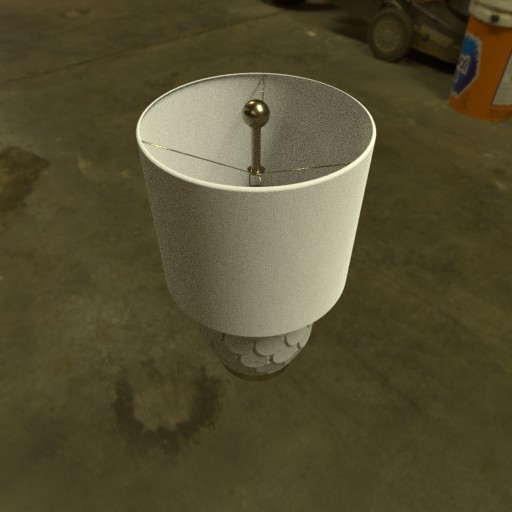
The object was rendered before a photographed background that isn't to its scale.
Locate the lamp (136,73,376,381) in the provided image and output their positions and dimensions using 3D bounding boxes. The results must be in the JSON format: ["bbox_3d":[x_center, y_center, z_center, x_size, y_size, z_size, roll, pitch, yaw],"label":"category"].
[{"bbox_3d":[0.000,0.000,0.619,0.254,0.452,0.254,0,44,0],"label":"lamp"}]
